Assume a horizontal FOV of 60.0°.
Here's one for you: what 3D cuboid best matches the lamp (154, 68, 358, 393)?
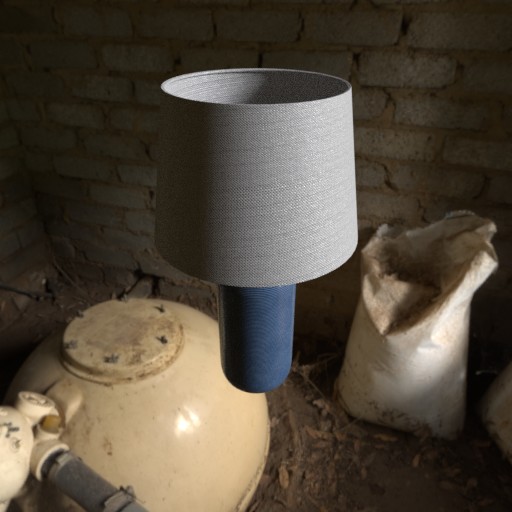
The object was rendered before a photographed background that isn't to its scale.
[{"bbox_3d":[0.000,0.000,0.581,0.253,0.428,0.253,0,31,0],"label":"lamp"}]
